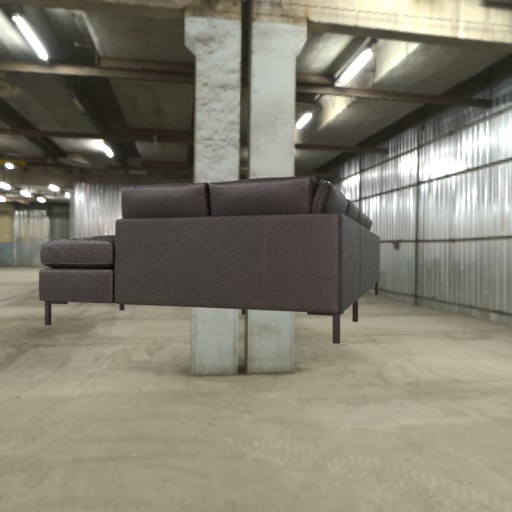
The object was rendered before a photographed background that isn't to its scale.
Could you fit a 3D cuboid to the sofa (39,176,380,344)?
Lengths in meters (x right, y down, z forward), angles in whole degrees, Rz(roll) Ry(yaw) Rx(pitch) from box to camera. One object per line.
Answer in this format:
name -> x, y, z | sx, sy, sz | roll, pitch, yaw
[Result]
sofa -> 0.000, 0.000, 3.916 | 1.938, 0.877, 2.984 | 0, 0, 19
